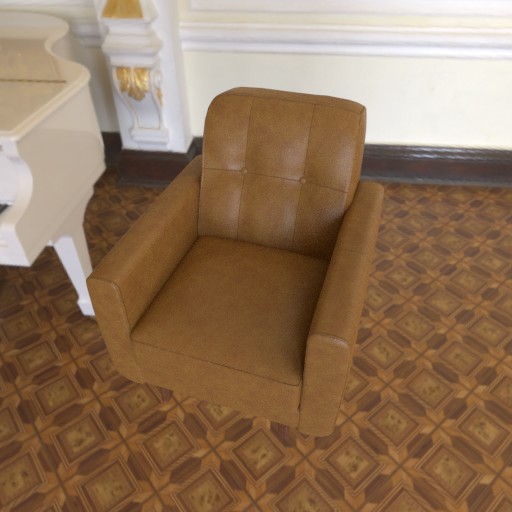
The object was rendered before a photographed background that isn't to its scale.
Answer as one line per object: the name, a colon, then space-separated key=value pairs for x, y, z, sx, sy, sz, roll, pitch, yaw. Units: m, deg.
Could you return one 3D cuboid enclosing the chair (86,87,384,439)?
chair: x=0.000 y=0.000 z=1.684 sx=0.845 sy=0.968 sz=0.942 roll=12 pitch=41 yaw=14
